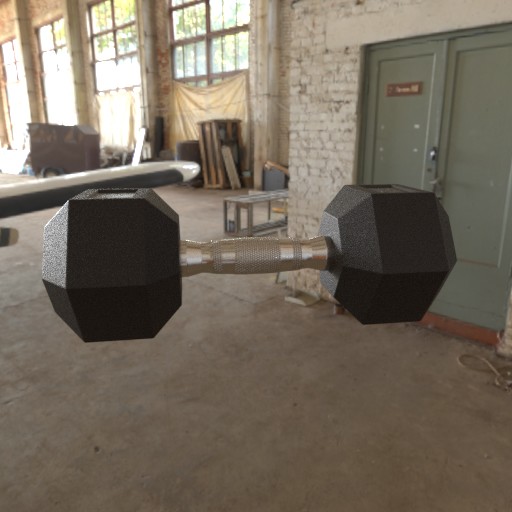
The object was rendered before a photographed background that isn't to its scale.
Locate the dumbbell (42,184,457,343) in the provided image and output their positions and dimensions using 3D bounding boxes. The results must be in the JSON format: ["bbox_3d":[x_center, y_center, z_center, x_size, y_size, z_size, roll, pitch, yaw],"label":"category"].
[{"bbox_3d":[0.000,0.000,0.418,0.356,0.123,0.141,-2,16,-8],"label":"dumbbell"}]
